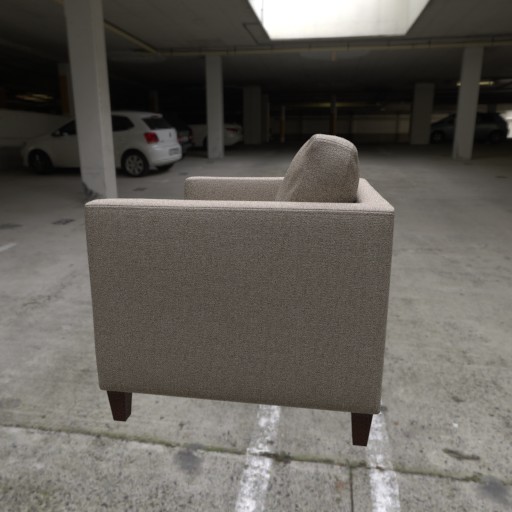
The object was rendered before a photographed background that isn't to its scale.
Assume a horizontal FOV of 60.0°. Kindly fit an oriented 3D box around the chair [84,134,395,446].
[{"bbox_3d":[0.000,0.000,1.840,0.959,0.961,1.107,2,14,9],"label":"chair"}]
